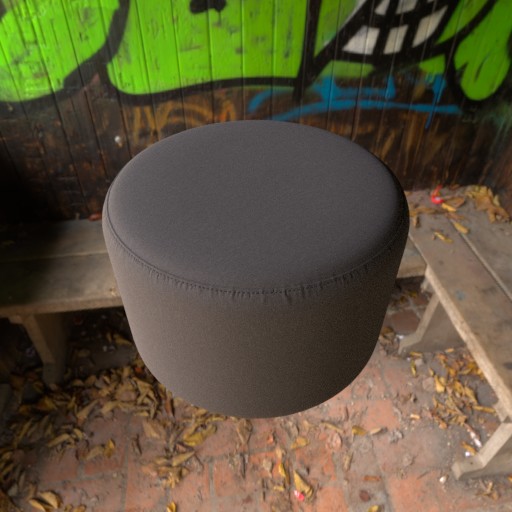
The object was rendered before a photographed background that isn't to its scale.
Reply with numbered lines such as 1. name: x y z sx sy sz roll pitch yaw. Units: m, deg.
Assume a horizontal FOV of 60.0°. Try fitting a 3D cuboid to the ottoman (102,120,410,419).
1. ottoman: 0.000 0.000 1.004 0.608 0.433 0.608 0 42 0
